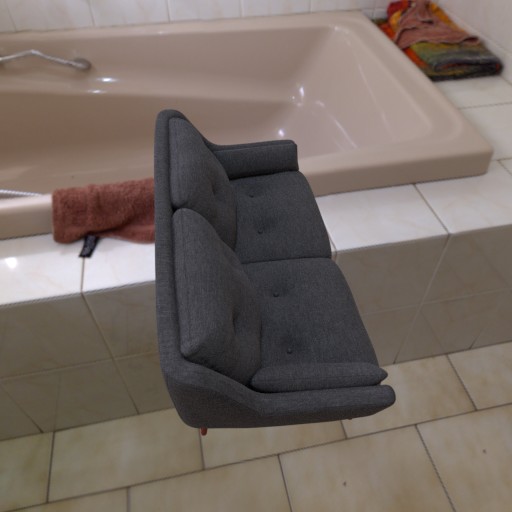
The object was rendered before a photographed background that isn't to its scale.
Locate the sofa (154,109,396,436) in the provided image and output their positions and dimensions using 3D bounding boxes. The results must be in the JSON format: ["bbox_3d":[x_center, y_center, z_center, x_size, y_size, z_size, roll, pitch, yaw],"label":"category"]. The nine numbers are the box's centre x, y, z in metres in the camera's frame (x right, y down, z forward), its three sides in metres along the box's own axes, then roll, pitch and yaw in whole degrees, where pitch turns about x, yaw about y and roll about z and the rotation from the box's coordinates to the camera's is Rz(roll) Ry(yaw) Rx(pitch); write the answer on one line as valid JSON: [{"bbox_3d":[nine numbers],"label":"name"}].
[{"bbox_3d":[0.000,0.000,2.450,0.975,0.896,1.929,-7,48,-6],"label":"sofa"}]
